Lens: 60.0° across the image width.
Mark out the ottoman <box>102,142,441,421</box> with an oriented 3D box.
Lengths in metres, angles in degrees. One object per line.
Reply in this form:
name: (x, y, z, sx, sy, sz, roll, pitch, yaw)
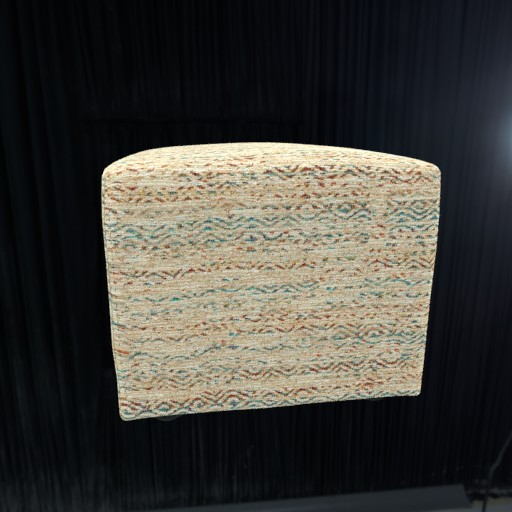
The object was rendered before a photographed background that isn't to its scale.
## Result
ottoman: (0.000, 0.000, 0.919, 0.512, 0.453, 0.521, -2, 15, -8)
